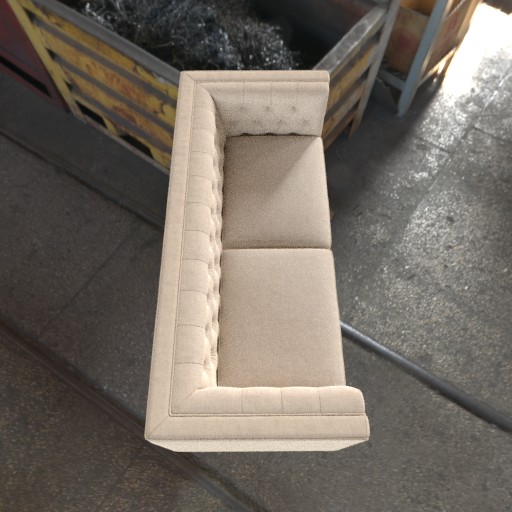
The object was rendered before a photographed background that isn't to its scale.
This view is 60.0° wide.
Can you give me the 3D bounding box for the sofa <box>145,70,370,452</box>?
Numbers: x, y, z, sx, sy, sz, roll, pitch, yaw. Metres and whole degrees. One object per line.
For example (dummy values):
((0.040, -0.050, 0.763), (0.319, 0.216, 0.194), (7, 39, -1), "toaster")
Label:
((0.000, 0.000, 2.230), (0.775, 0.762, 1.778), (0, 63, 0), "sofa")
